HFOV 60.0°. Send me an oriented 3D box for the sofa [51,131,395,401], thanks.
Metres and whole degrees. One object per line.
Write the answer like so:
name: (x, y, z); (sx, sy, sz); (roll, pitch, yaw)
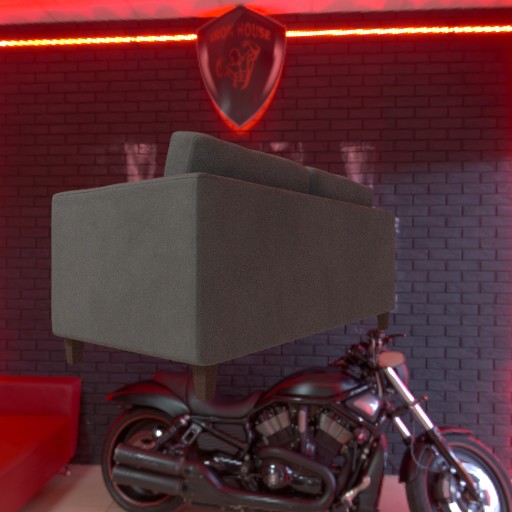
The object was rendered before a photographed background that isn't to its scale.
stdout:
sofa: (0.000, 0.000, 2.450); (0.950, 0.963, 1.884); (0, 1, 37)
